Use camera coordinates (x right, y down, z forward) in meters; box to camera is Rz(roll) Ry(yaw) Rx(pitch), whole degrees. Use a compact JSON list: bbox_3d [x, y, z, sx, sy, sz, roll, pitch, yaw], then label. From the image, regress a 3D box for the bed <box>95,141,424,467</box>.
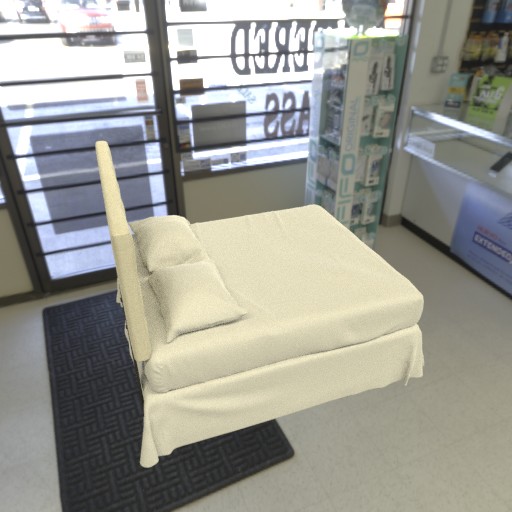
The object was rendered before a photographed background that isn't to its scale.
[{"bbox_3d":[0.000,0.000,3.460,2.222,1.577,1.936,-11,33,-17],"label":"bed"}]
